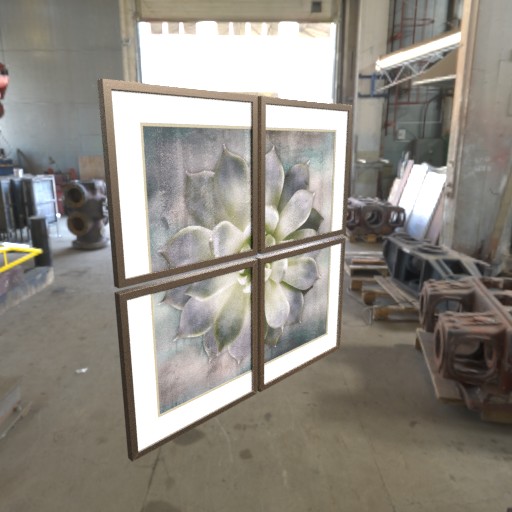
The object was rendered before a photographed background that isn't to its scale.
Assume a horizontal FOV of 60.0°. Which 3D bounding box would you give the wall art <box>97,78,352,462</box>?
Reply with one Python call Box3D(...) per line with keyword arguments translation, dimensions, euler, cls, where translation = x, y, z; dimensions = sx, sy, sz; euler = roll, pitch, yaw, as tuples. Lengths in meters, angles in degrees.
Box3D(translation=(0.000, 0.000, 1.510), dimensions=(1.032, 1.032, 0.030), euler=(-14, 20, -43), cls="wall art")
